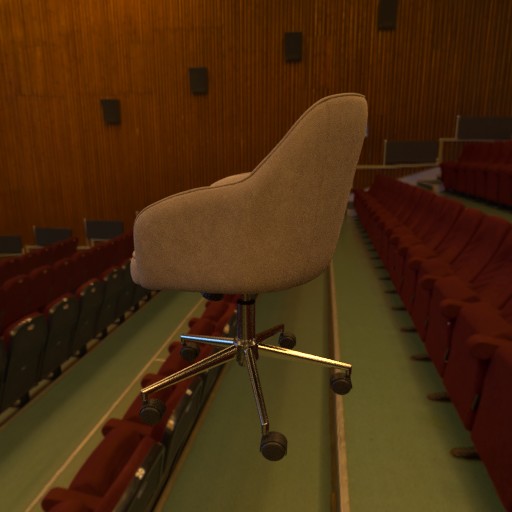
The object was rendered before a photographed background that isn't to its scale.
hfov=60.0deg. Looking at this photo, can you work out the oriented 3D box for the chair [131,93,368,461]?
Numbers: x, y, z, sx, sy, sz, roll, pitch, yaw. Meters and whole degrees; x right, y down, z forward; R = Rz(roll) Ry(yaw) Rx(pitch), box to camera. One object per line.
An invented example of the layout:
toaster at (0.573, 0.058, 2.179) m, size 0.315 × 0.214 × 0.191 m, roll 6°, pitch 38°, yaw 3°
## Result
chair at (0.000, 0.000, 1.248) m, size 0.573 × 0.831 × 0.635 m, roll 2°, pitch 14°, yaw 8°
